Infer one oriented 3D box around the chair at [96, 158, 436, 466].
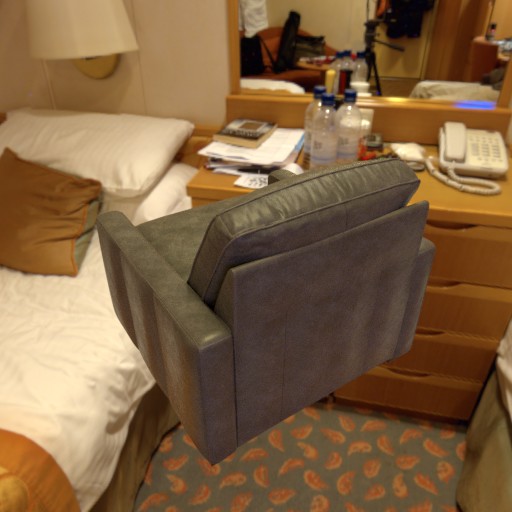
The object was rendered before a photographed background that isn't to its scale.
[{"bbox_3d":[0.000,0.000,1.778,1.006,0.916,0.939,-19,37,-28],"label":"chair"}]
